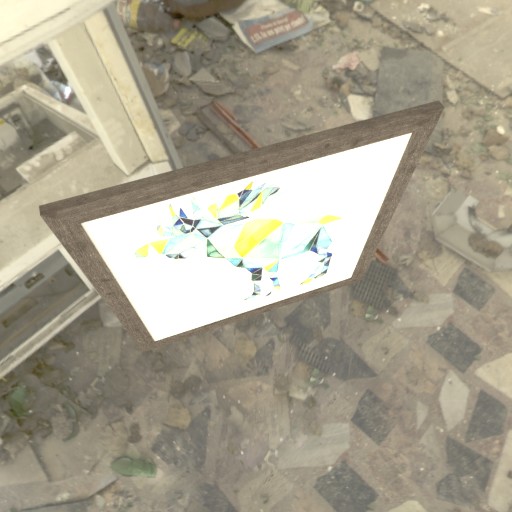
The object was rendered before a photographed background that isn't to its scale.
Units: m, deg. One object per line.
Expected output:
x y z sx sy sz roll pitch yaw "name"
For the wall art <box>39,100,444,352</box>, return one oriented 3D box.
0.000 0.000 0.678 0.457 0.457 0.013 -17 62 -9 "wall art"
